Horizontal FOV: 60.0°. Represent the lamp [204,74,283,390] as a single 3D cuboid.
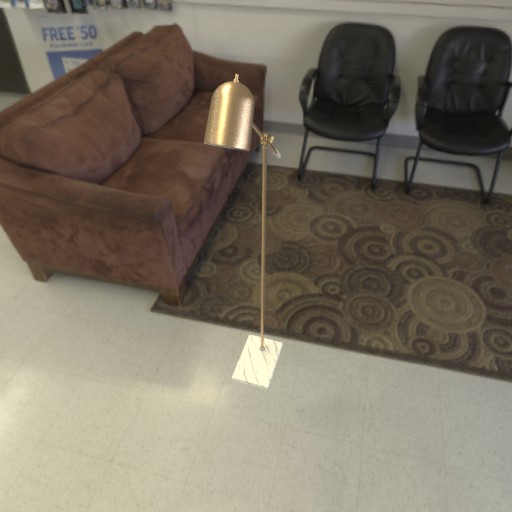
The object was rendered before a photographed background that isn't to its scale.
[{"bbox_3d":[0.000,0.000,1.841,0.194,1.594,0.653,12,43,13],"label":"lamp"}]
